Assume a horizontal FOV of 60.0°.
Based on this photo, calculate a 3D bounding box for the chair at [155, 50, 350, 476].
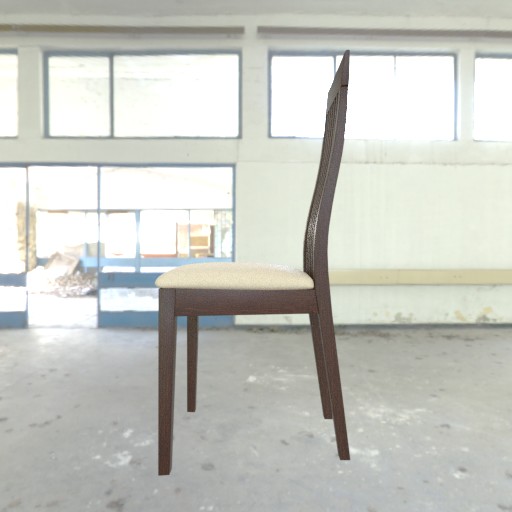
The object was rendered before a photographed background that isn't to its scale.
[{"bbox_3d":[0.000,0.000,1.253,0.474,1.027,0.460,0,1,1],"label":"chair"}]
